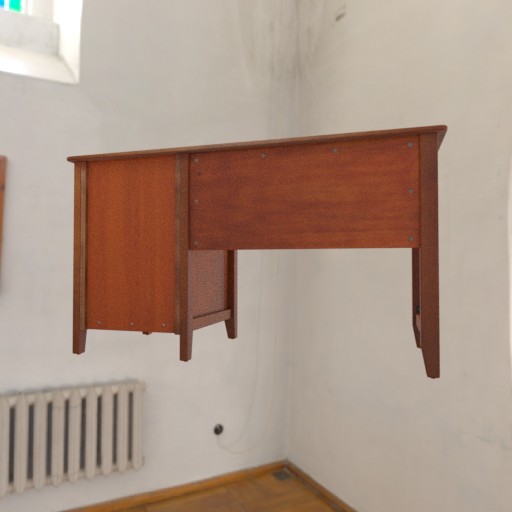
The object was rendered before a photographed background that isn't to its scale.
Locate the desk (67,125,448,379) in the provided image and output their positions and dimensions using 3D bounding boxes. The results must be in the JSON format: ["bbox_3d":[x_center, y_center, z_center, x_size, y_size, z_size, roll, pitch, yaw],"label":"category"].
[{"bbox_3d":[0.000,0.000,1.765,1.353,0.756,0.574,0,-1,17],"label":"desk"}]
